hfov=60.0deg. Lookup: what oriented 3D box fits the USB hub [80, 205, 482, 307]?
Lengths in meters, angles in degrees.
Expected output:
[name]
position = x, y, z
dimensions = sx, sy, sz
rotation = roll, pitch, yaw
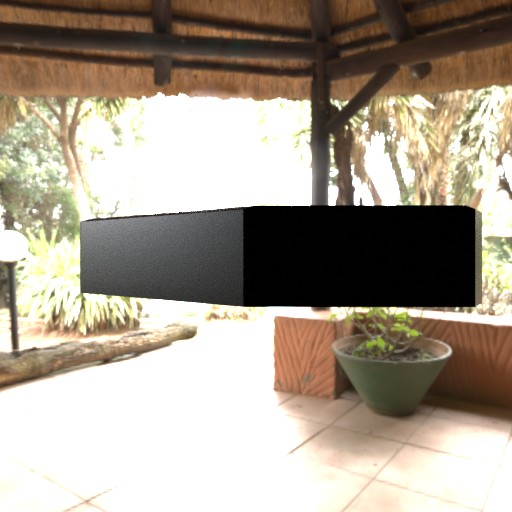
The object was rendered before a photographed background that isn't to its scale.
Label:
[USB hub]
position = 0.000, 0.000, 0.125
dimensions = 0.110, 0.023, 0.044
rotation = 0, 0, 36
